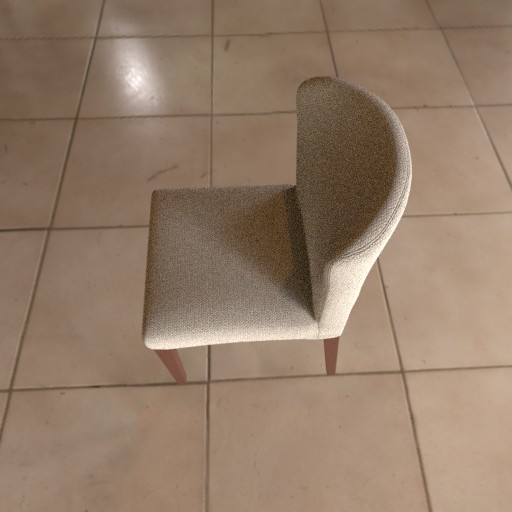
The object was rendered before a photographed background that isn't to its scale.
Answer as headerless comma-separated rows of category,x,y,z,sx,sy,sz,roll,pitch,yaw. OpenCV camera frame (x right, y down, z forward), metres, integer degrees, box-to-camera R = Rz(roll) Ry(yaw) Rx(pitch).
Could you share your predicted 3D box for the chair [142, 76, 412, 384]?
chair,0.000,0.000,1.198,0.589,0.839,0.491,-3,59,-2
